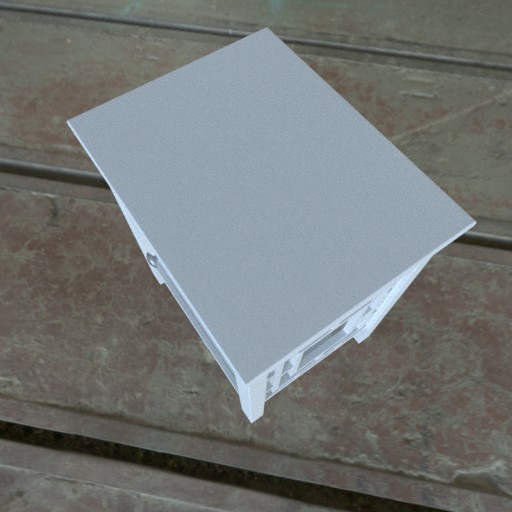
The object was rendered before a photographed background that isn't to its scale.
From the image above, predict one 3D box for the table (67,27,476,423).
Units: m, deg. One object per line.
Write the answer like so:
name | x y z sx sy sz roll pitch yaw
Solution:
table | 0.000 0.000 1.026 0.451 0.646 0.564 -32 68 -15
